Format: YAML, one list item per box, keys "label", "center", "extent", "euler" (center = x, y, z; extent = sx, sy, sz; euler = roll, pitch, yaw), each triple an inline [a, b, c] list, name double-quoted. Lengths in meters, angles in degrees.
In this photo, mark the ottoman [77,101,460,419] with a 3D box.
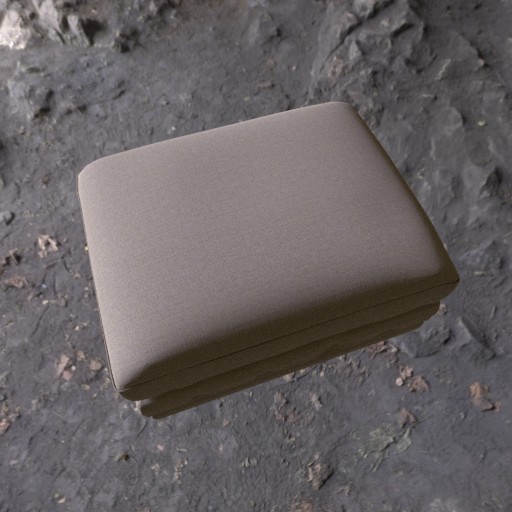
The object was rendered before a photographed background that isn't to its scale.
- label: "ottoman"
  center: [0.000, 0.000, 1.041]
  extent: [0.684, 0.463, 0.541]
  euler: [-16, 61, -9]
